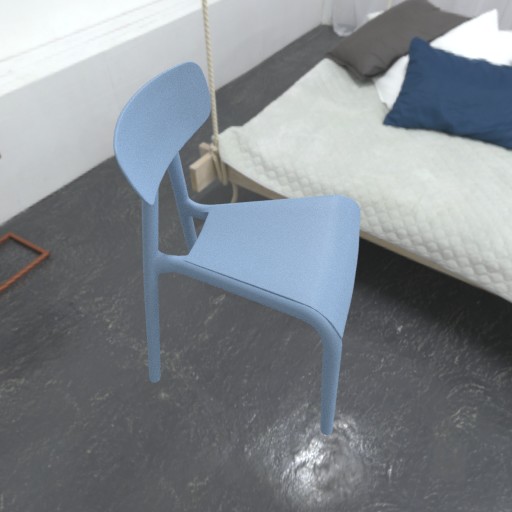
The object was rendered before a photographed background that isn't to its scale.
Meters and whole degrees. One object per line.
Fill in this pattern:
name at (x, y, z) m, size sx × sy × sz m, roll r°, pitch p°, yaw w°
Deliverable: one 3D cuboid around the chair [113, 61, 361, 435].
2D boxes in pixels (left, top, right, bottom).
chair at (0.000, 0.000, 0.816) m, size 0.401 × 0.580 × 0.356 m, roll 11°, pitch 49°, yaw 10°
